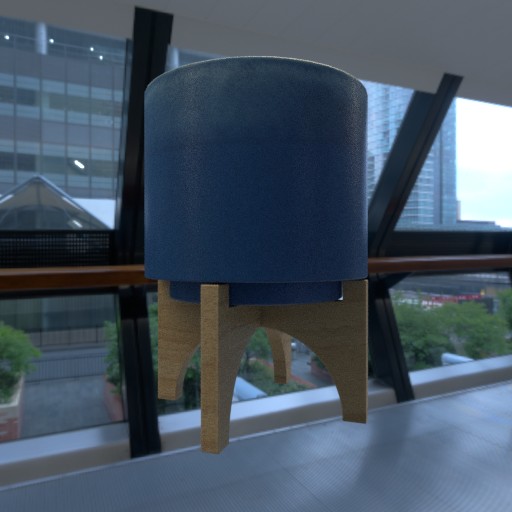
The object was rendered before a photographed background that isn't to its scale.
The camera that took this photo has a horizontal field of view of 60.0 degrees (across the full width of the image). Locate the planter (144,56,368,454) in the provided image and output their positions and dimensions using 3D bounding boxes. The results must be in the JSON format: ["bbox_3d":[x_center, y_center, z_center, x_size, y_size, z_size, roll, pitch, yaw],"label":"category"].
[{"bbox_3d":[0.000,0.000,0.535,0.261,0.367,0.261,0,0,0],"label":"planter"}]
